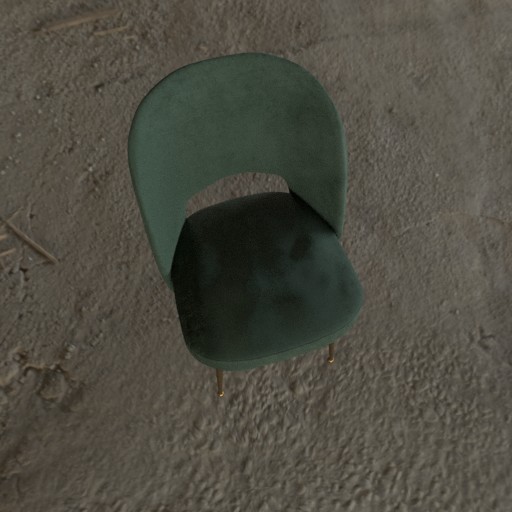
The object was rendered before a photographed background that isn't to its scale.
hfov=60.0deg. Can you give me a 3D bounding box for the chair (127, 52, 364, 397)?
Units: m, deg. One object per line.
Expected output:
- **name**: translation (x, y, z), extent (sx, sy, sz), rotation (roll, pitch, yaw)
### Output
- **chair**: translation (0.000, 0.000, 1.234), extent (0.527, 0.860, 0.577), rotation (-15, 63, -8)
